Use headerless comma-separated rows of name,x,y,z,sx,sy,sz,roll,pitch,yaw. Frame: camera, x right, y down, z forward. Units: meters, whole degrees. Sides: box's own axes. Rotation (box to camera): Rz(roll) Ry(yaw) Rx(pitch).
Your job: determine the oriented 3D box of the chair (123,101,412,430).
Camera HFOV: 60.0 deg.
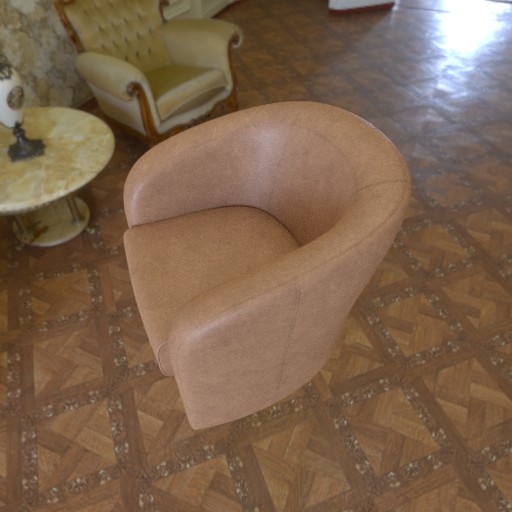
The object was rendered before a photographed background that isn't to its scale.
chair,0.000,0.000,1.473,0.815,0.771,0.791,-16,47,-16
